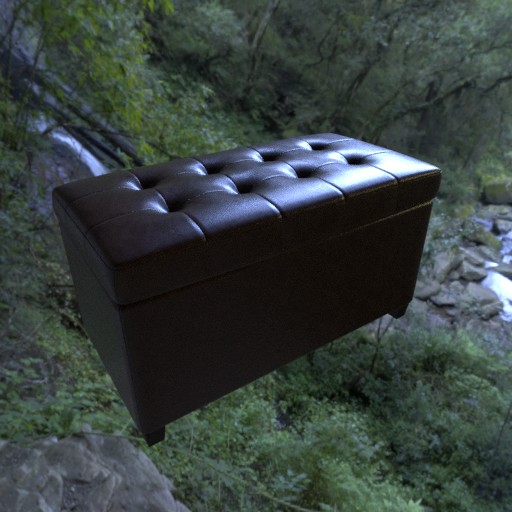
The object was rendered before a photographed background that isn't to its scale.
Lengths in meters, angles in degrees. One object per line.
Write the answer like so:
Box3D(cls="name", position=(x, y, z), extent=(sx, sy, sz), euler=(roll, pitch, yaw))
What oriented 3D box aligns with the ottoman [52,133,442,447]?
Box3D(cls="ottoman", position=(0.000, 0.000, 1.141), extent=(0.838, 0.470, 0.432), euler=(-19, 35, -29))
